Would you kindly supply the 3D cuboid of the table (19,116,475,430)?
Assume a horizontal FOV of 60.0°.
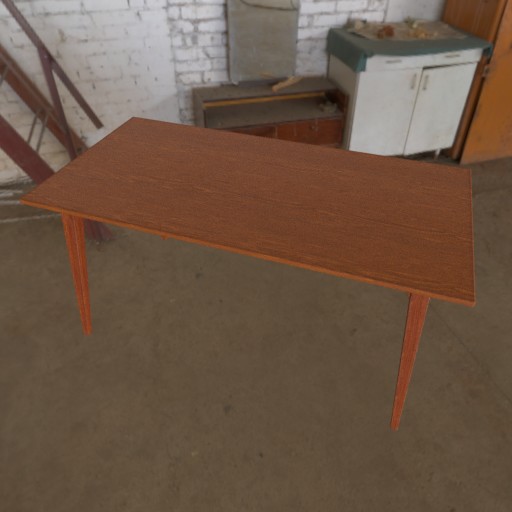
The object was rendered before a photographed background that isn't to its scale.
[{"bbox_3d":[0.000,0.000,1.998,1.609,0.755,0.811,13,42,15],"label":"table"}]
